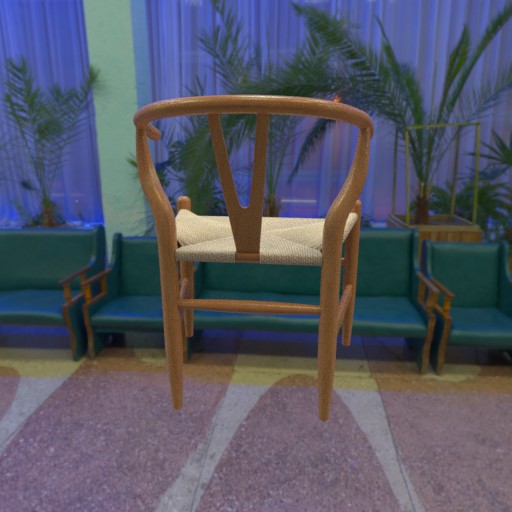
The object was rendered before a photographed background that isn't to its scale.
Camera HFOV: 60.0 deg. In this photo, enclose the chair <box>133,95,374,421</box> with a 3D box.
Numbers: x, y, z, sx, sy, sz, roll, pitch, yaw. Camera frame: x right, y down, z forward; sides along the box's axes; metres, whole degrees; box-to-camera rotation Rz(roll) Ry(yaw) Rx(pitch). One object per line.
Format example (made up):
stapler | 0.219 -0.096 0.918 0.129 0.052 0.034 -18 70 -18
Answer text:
chair | 0.000 0.000 1.128 0.569 0.730 0.579 2 16 7
